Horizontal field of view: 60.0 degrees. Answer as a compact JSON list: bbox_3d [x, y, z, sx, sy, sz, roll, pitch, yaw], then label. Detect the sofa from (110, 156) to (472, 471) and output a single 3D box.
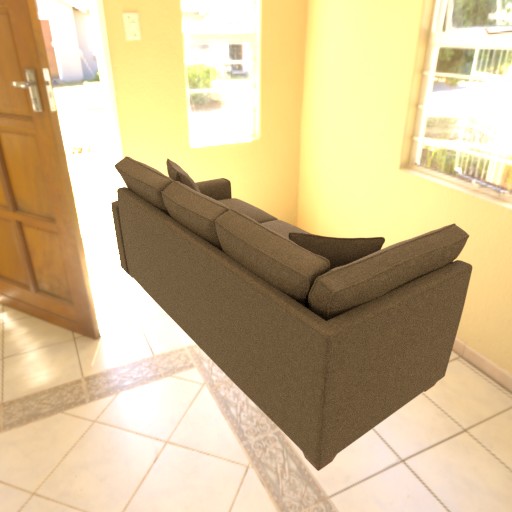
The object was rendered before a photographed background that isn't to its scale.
[{"bbox_3d":[0.000,0.000,2.848,1.061,0.962,2.317,-18,32,-32],"label":"sofa"}]
